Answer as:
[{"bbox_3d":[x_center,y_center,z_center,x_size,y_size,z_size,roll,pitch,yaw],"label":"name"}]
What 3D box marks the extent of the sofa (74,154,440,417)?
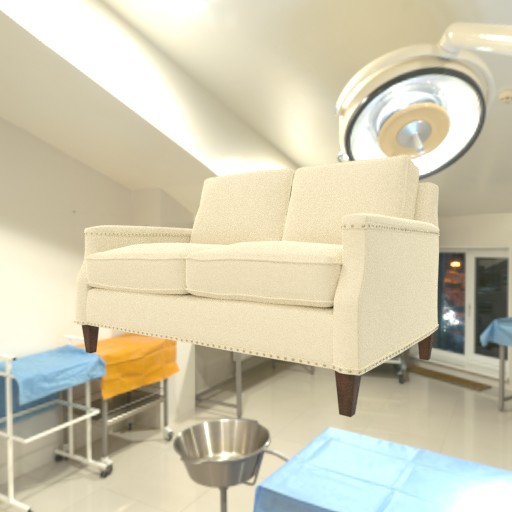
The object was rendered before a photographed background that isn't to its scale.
[{"bbox_3d":[0.000,0.000,2.253,1.597,1.003,1.084,1,2,36],"label":"sofa"}]
